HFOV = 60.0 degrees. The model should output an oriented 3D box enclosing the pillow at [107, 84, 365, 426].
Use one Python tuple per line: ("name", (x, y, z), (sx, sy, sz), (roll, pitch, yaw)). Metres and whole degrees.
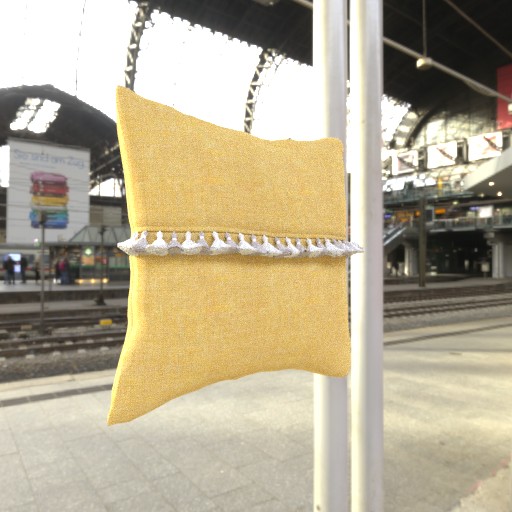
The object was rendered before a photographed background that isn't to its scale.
("pillow", (0.000, 0.000, 0.747), (0.485, 0.481, 0.167), (1, -1, -36))
